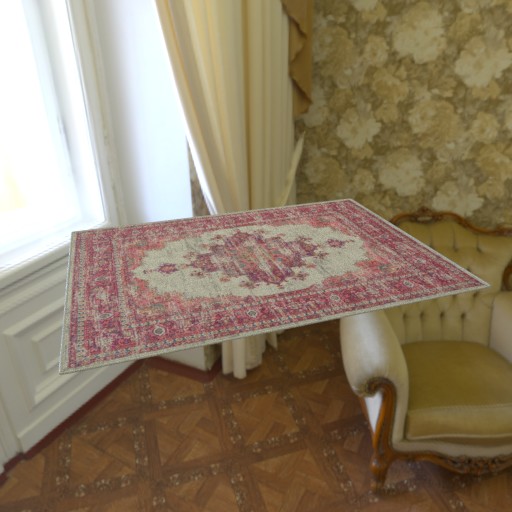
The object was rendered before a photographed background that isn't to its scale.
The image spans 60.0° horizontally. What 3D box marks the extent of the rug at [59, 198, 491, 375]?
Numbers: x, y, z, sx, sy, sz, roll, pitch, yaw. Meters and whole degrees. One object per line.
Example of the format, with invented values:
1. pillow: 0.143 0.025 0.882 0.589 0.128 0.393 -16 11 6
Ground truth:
1. rug: 0.000 0.000 3.600 2.878 0.014 2.005 -9 28 -17
